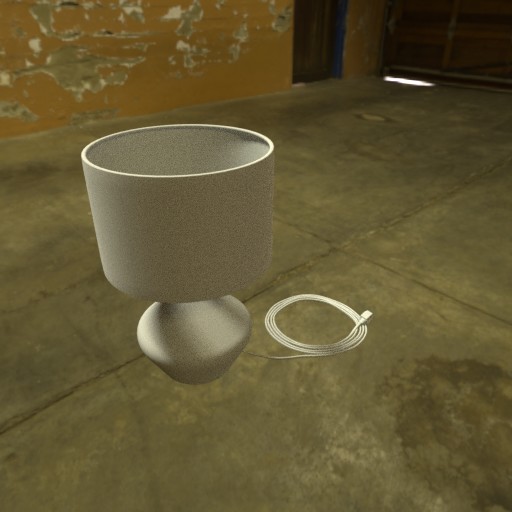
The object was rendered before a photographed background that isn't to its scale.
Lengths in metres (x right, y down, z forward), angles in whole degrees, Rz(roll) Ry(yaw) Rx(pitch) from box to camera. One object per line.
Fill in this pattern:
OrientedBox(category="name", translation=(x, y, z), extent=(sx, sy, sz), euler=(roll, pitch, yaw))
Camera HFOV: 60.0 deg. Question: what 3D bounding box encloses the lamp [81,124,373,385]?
OrientedBox(category="lamp", translation=(0.000, 0.000, 0.867), extent=(0.546, 0.457, 0.401), euler=(1, 29, 2))
